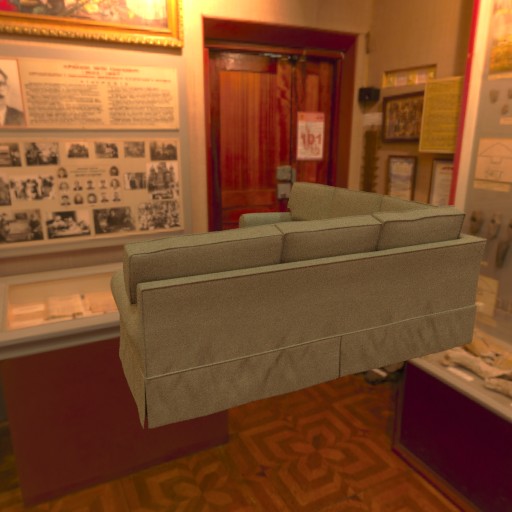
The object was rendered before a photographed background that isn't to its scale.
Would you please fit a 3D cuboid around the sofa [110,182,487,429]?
[{"bbox_3d":[0.000,0.000,3.991,2.623,1.081,2.618,-7,17,-24],"label":"sofa"}]
